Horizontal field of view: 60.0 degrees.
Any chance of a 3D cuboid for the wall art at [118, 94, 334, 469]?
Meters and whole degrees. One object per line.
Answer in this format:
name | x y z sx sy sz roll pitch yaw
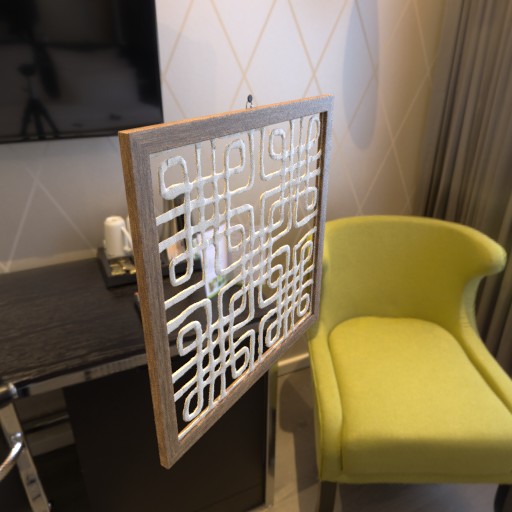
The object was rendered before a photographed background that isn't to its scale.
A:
wall art | 0.000 0.000 0.846 0.021 0.582 0.561 16 30 31
